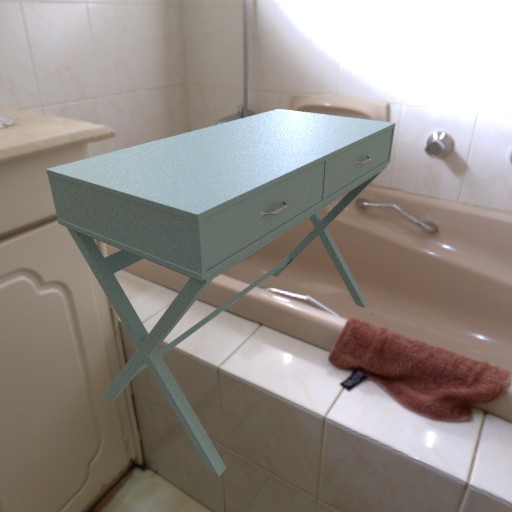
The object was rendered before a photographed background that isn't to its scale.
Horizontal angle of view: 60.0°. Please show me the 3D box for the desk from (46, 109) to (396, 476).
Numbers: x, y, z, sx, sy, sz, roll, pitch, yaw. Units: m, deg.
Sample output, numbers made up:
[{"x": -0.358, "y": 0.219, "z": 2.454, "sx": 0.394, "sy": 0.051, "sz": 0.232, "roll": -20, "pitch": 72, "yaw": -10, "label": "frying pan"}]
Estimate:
[{"x": 0.000, "y": 0.000, "z": 1.526, "sx": 0.525, "sy": 0.780, "sz": 1.057, "roll": 18, "pitch": 33, "yaw": 31, "label": "desk"}]
